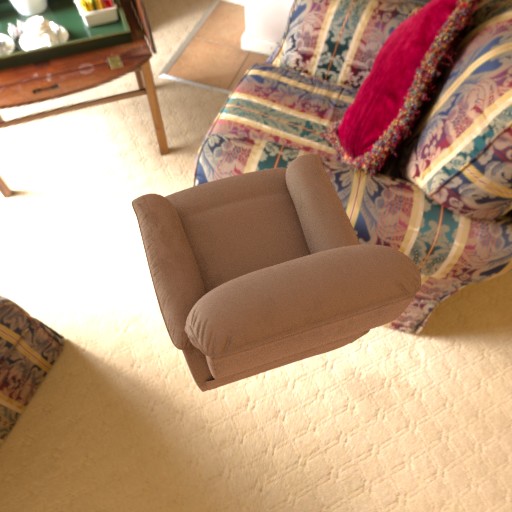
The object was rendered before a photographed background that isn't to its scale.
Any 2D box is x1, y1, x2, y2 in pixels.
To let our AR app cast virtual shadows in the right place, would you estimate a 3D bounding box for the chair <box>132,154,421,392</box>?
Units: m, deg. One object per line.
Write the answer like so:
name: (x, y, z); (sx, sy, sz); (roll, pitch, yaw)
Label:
chair: (0.000, 0.000, 1.729); (0.820, 1.037, 1.004); (-16, 60, -9)
